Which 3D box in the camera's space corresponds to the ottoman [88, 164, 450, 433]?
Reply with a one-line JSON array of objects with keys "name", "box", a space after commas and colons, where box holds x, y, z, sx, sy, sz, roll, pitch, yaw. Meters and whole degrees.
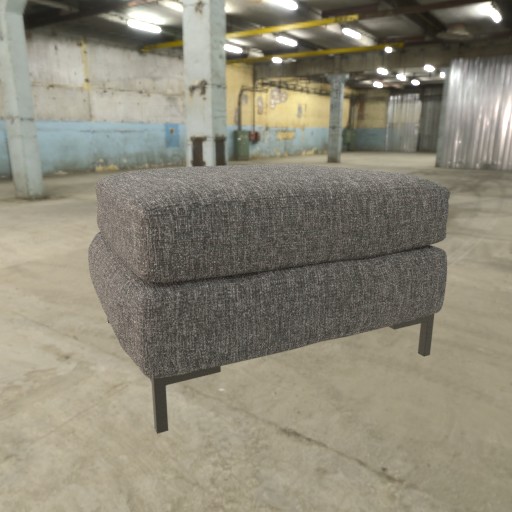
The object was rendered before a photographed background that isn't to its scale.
[{"name": "ottoman", "box": [0.000, 0.000, 1.224, 0.828, 0.480, 0.683, -7, 16, -26]}]
